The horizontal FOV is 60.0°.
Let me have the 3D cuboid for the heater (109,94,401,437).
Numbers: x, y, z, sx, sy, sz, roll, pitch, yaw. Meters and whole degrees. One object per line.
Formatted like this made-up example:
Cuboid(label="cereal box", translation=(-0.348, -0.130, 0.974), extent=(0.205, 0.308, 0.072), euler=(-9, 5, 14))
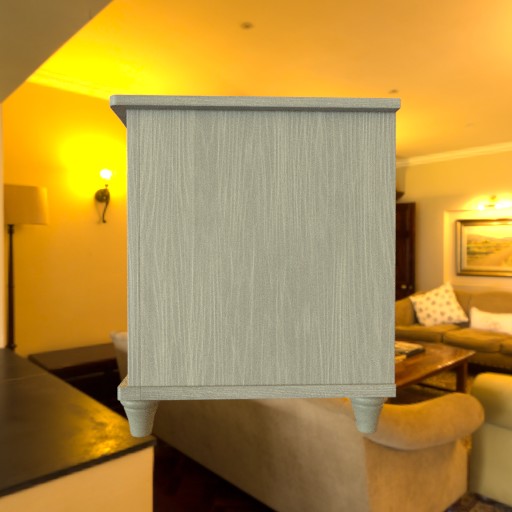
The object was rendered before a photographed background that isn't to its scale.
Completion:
Cuboid(label="heater", translation=(0.000, 0.000, 0.746), extent=(0.400, 0.481, 0.362), euler=(0, 1, -2))
